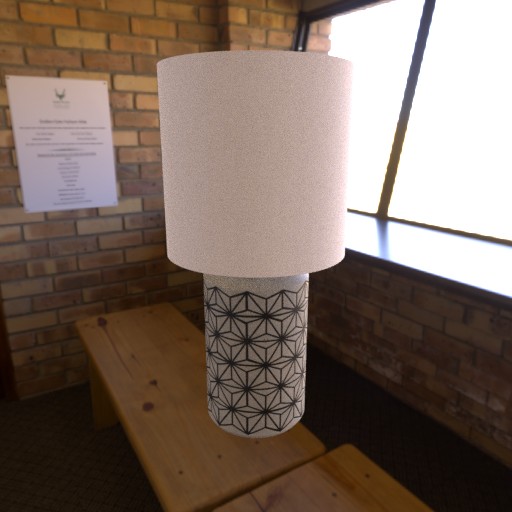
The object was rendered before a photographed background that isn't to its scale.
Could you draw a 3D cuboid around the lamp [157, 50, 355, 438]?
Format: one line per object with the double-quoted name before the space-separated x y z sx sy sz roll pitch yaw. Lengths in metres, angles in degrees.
"lamp" 0.000 0.000 0.527 0.206 0.416 0.206 8 17 25
